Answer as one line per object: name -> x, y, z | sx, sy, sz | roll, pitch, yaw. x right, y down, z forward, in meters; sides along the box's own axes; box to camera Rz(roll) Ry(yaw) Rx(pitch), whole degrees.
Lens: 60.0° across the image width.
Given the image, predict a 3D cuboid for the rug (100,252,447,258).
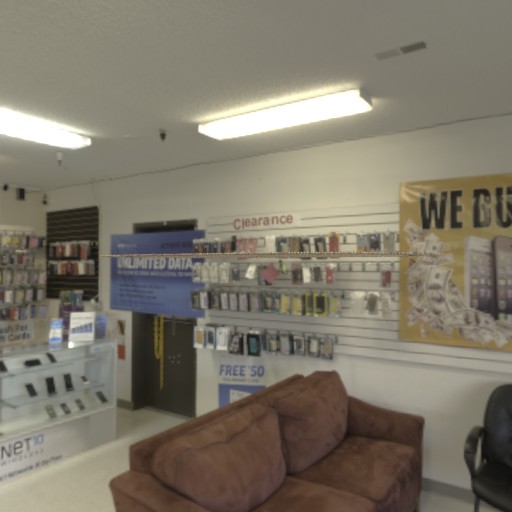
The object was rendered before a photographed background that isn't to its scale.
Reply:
rug -> 0.000, 0.000, 3.045 | 2.432, 0.006, 1.520 | -1, -1, 37
